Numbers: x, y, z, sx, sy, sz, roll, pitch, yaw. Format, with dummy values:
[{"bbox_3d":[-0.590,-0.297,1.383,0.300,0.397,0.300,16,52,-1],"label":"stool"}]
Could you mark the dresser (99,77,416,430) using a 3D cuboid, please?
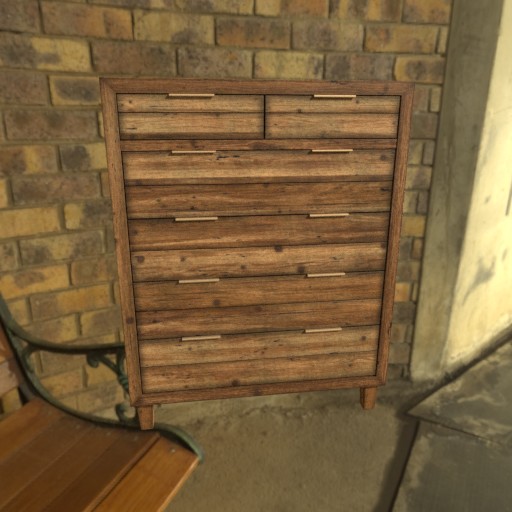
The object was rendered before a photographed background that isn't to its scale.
[{"bbox_3d":[0.000,0.000,1.875,1.067,1.359,0.438,-2,17,-8],"label":"dresser"}]
